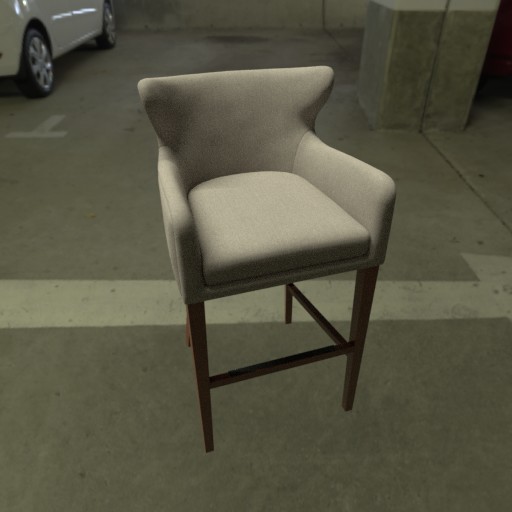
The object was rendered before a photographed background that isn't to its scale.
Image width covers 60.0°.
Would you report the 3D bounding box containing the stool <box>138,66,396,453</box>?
[{"bbox_3d":[0.000,0.000,1.412,0.575,1.047,0.575,-10,35,-15],"label":"stool"}]
